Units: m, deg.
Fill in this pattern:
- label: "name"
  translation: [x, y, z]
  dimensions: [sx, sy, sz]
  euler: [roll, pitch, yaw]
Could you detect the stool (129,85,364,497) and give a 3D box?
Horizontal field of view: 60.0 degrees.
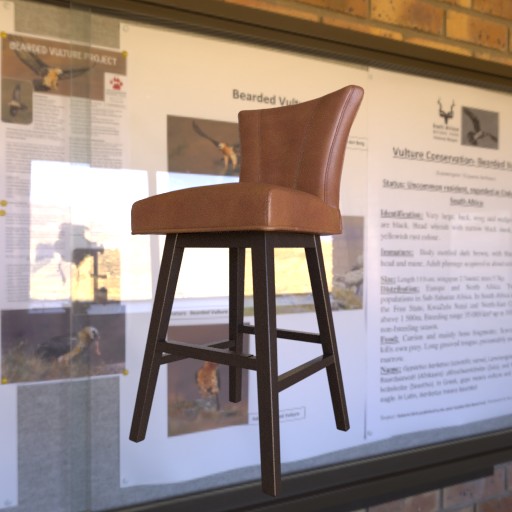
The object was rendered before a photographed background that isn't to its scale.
- label: "stool"
  translation: [0.000, 0.000, 1.384]
  dimensions: [0.522, 1.094, 0.585]
  euler: [1, 1, 36]
